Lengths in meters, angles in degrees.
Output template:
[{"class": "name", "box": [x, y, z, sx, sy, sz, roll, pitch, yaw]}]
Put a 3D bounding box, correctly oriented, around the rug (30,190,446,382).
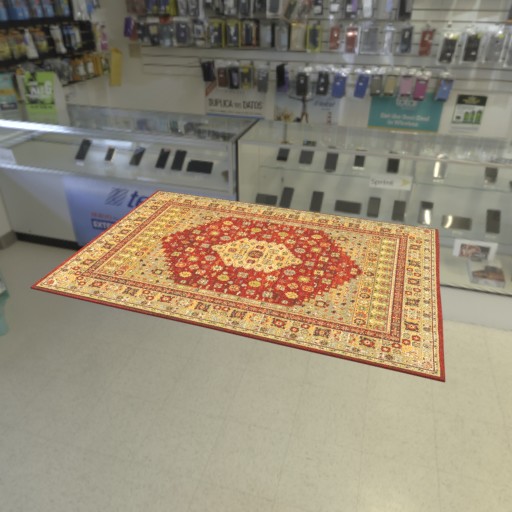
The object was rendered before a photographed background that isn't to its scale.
[{"class": "rug", "box": [0.000, 0.000, 2.285, 1.802, 0.013, 1.194, 10, 33, 16]}]
